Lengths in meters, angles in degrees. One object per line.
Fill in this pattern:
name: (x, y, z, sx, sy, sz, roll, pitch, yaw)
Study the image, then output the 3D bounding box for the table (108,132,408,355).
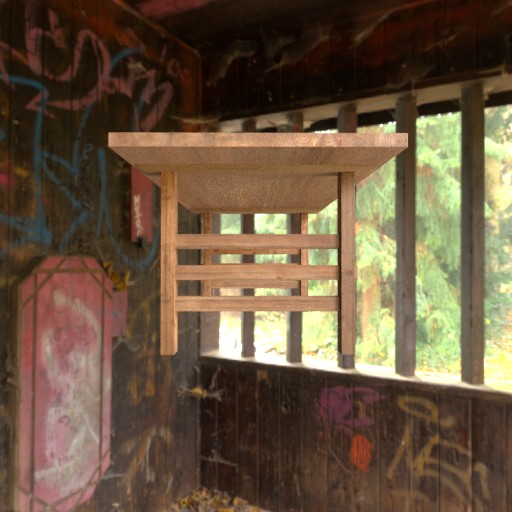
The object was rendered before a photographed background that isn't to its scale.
table: (0.000, 0.000, 2.403, 0.952, 0.760, 2.003, 0, -1, 0)
